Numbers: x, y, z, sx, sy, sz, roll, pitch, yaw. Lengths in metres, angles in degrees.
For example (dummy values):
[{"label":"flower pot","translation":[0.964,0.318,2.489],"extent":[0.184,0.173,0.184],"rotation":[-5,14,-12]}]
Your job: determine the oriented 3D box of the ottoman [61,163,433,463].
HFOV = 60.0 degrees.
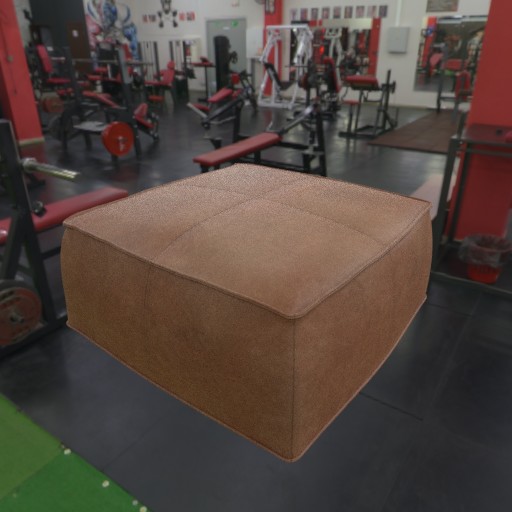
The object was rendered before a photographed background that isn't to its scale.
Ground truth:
[{"label":"ottoman","translation":[0.000,0.000,1.383],"extent":[0.901,0.395,0.902],"rotation":[19,32,33]}]
